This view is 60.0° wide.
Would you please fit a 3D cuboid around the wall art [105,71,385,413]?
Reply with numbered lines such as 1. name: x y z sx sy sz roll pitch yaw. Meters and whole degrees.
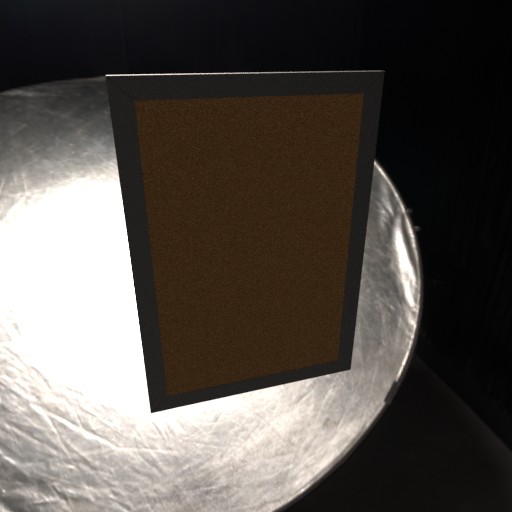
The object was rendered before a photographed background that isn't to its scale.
1. wall art: 0.000 0.000 0.698 0.380 0.534 0.013 -8 26 -16
